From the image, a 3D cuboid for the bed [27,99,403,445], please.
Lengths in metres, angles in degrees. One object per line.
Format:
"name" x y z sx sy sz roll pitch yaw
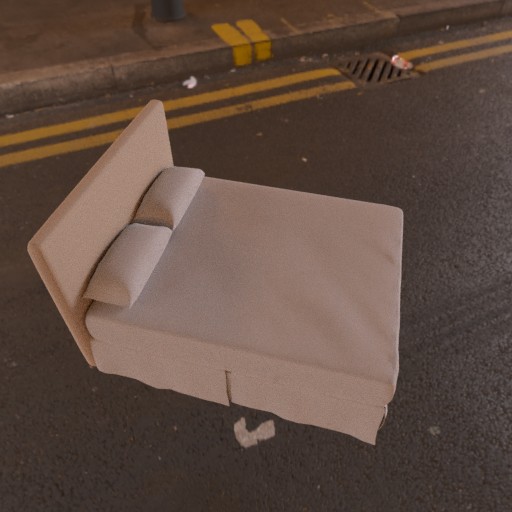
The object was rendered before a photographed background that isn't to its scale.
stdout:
"bed" 0.000 0.000 3.187 2.142 1.330 1.748 11 48 10
